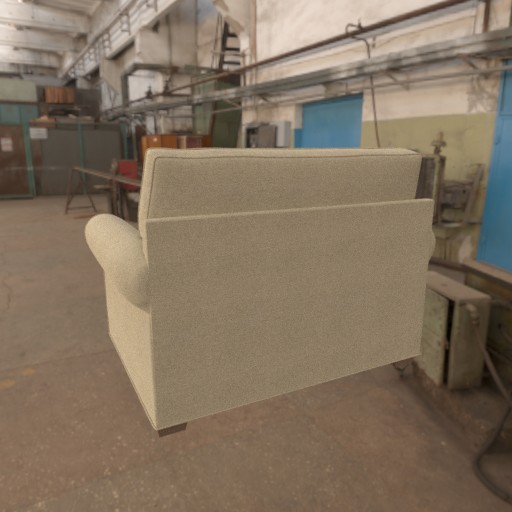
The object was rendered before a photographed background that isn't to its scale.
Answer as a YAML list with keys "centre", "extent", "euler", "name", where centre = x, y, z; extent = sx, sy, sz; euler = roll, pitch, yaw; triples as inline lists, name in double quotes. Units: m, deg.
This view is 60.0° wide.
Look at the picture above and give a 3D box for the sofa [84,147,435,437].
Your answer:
- centre: [0.000, 0.000, 2.076]
  extent: [1.405, 0.991, 0.936]
  euler: [-7, 16, -26]
  name: "sofa"
